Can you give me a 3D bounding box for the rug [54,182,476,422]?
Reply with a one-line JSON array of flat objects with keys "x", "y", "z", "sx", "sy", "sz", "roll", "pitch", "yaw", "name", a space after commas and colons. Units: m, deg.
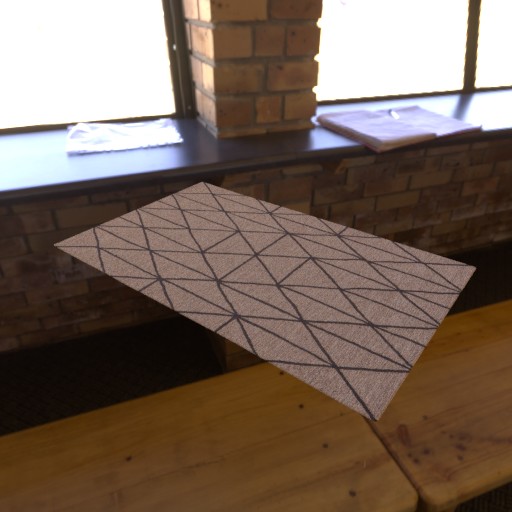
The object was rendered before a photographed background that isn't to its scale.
[{"x": 0.000, "y": 0.000, "z": 3.027, "sx": 2.465, "sy": 0.008, "sz": 1.526, "roll": 22, "pitch": 37, "yaw": 32, "name": "rug"}]
